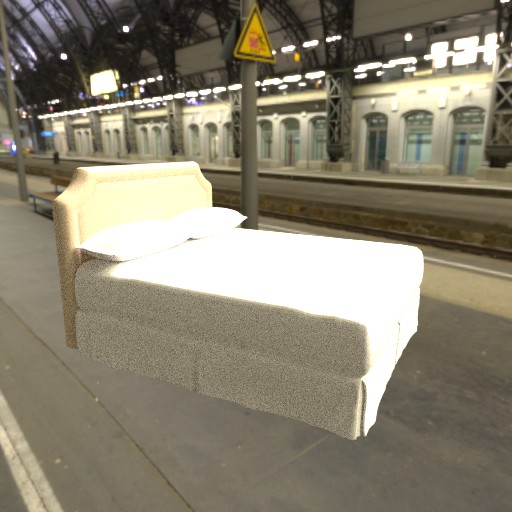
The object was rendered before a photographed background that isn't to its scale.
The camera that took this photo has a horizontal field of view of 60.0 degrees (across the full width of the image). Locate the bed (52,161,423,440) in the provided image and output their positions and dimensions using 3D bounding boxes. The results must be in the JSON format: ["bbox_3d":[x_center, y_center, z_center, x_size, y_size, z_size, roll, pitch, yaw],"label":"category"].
[{"bbox_3d":[0.000,0.000,3.862,2.548,1.524,2.134,7,16,27],"label":"bed"}]
